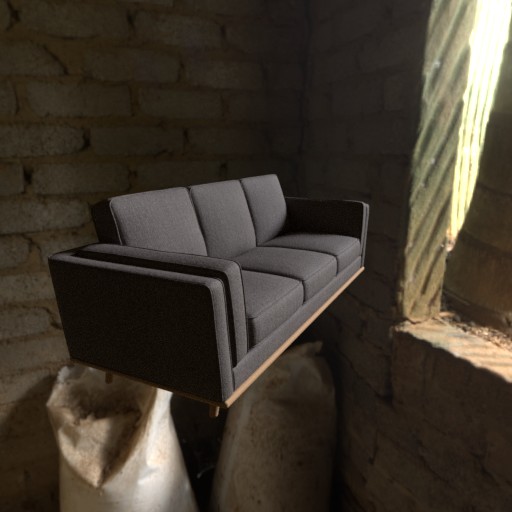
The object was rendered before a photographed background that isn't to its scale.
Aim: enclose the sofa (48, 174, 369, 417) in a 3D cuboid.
[{"bbox_3d":[0.000,0.000,2.784,0.903,0.899,2.362,7,16,26],"label":"sofa"}]
